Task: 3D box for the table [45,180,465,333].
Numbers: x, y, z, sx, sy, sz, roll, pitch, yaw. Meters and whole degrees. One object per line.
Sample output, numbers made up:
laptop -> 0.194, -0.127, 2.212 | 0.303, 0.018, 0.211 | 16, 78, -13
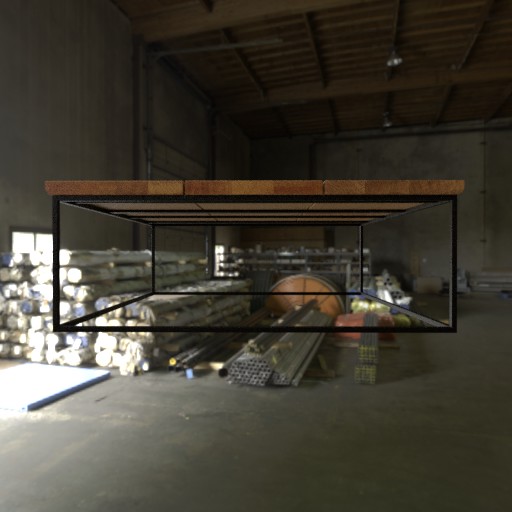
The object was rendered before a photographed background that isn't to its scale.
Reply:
table -> 0.000, 0.000, 1.712 | 1.100, 0.400, 1.100 | 0, 0, 1
